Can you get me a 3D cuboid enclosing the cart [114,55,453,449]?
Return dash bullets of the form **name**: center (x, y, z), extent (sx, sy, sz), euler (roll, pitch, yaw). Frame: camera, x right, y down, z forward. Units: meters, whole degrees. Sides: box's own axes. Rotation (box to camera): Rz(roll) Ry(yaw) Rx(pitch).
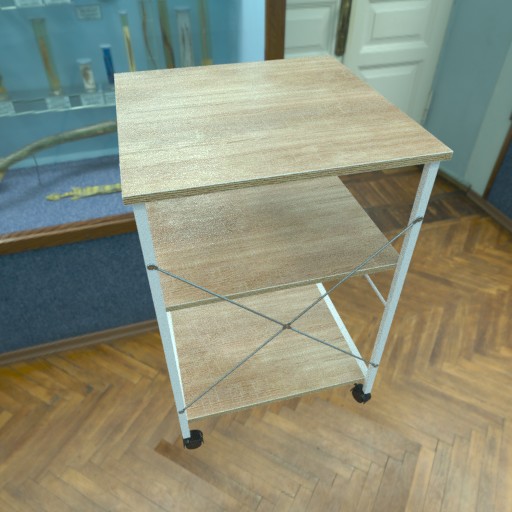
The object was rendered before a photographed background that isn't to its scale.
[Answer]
- **cart**: center (0.000, 0.000, 1.102), extent (0.521, 0.762, 0.520), euler (-10, 42, -11)
